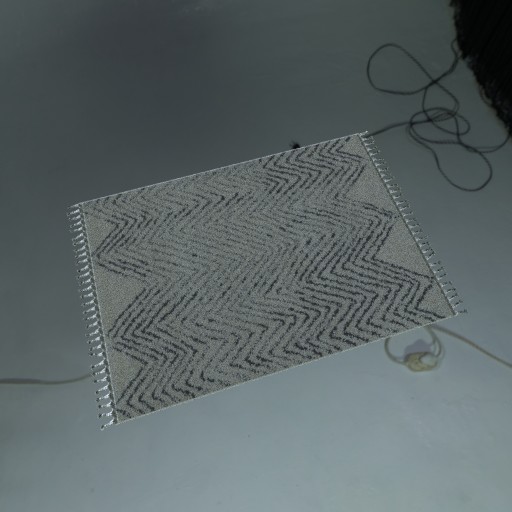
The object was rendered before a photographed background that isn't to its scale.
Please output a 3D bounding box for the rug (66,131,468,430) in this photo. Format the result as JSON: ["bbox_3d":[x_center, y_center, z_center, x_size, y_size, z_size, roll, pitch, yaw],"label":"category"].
[{"bbox_3d":[0.000,0.000,2.333,1.847,0.014,1.230,-16,65,-8],"label":"rug"}]
